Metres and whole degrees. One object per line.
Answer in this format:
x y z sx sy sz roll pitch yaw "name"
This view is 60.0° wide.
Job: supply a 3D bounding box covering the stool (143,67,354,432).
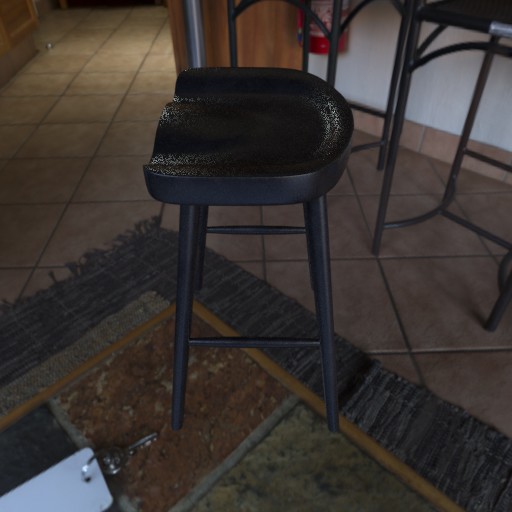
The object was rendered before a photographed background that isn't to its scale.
0.000 0.000 0.903 0.361 0.615 0.440 0 42 0 "stool"
